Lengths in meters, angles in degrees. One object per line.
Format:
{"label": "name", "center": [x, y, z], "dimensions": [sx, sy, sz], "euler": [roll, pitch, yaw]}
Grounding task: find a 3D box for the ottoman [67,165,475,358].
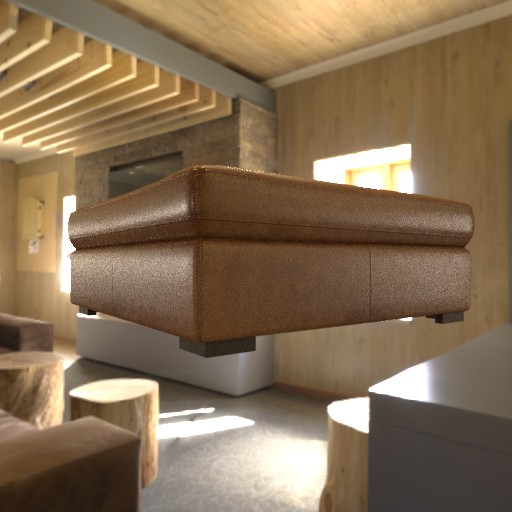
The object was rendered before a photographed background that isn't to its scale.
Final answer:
{"label": "ottoman", "center": [0.000, 0.000, 1.764], "dimensions": [1.168, 0.483, 1.169], "euler": [1, -1, -36]}
